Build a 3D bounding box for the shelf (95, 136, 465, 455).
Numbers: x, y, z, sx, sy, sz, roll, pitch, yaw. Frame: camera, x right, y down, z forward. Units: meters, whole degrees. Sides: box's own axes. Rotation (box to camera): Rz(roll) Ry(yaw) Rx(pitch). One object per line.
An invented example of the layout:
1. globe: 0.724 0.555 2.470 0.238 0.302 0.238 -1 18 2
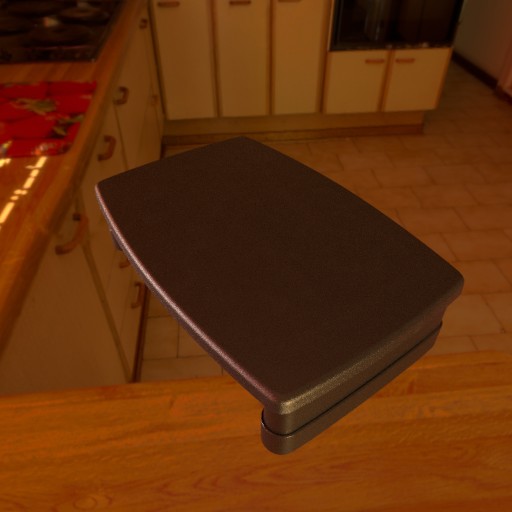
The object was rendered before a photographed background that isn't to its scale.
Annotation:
1. shelf: 0.000 0.000 0.539 0.280 0.100 0.410 -25 47 -26
